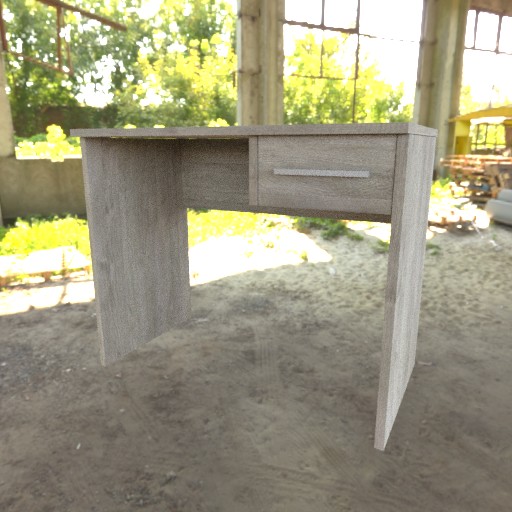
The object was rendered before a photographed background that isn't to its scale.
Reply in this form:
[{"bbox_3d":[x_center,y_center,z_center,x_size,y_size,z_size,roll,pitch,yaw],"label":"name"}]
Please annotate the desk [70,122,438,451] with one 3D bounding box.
[{"bbox_3d":[0.000,0.000,1.319,0.893,0.724,0.498,7,16,27],"label":"desk"}]
